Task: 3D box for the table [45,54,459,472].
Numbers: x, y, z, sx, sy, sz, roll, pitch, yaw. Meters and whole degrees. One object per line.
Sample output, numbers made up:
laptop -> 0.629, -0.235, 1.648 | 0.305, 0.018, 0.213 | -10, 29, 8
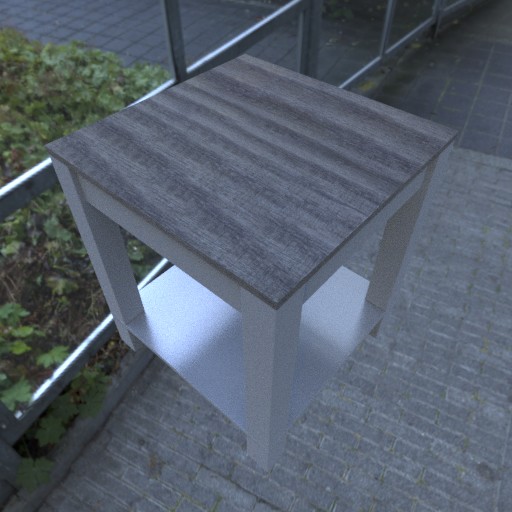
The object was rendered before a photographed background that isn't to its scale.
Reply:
table -> 0.000, 0.000, 0.975 | 0.506, 0.587, 0.504 | 32, 54, 27
